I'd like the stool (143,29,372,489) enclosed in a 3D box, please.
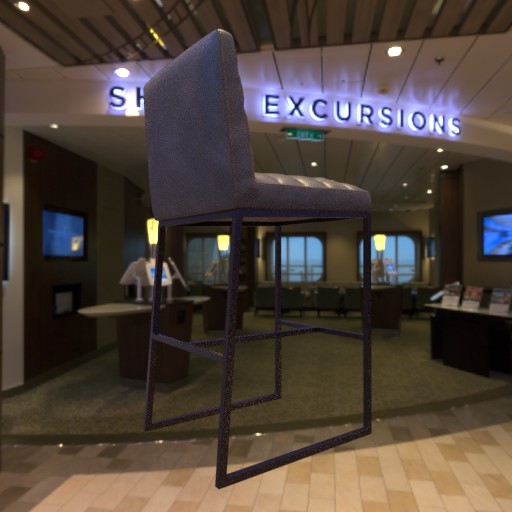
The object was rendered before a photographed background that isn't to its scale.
[{"bbox_3d":[0.000,0.000,1.345,0.562,1.065,0.463,0,0,-37],"label":"stool"}]
